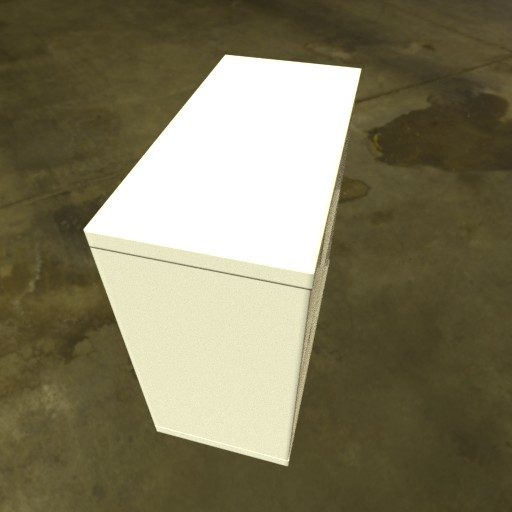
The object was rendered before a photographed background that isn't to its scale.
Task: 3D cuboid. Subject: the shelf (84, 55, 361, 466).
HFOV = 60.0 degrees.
[{"bbox_3d":[0.000,0.000,1.255,0.390,0.786,0.790,10,46,10],"label":"shelf"}]
